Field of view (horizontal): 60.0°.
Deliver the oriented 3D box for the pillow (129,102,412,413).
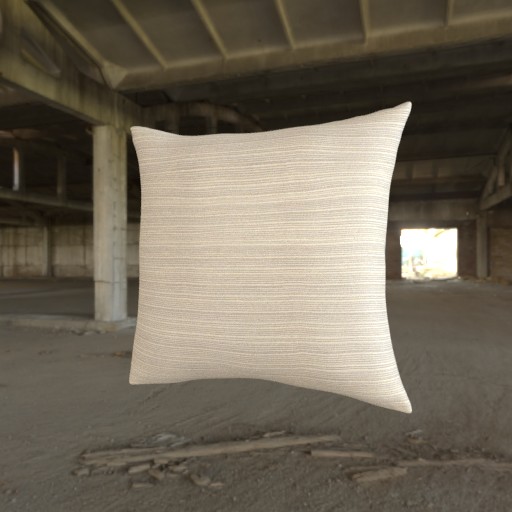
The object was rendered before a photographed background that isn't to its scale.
[{"bbox_3d":[0.000,0.000,0.771,0.512,0.497,0.204,0,0,17],"label":"pillow"}]
